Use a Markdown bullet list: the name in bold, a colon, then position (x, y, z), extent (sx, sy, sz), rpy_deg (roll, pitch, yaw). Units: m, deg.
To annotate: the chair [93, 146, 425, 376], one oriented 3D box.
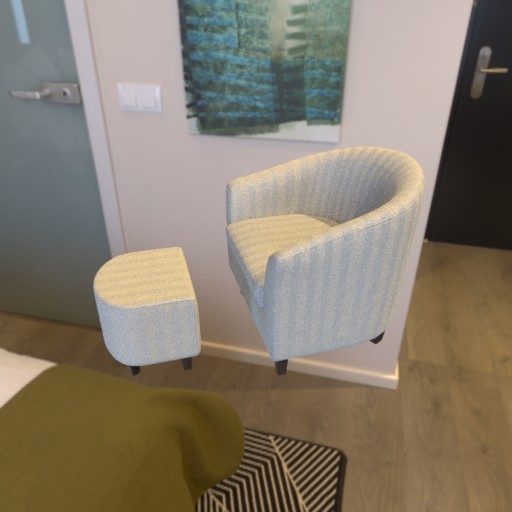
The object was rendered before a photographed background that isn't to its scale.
- **chair**: position (0.000, 0.000, 1.824), extent (1.288, 0.757, 0.756), rpy_deg (-8, 30, -14)
